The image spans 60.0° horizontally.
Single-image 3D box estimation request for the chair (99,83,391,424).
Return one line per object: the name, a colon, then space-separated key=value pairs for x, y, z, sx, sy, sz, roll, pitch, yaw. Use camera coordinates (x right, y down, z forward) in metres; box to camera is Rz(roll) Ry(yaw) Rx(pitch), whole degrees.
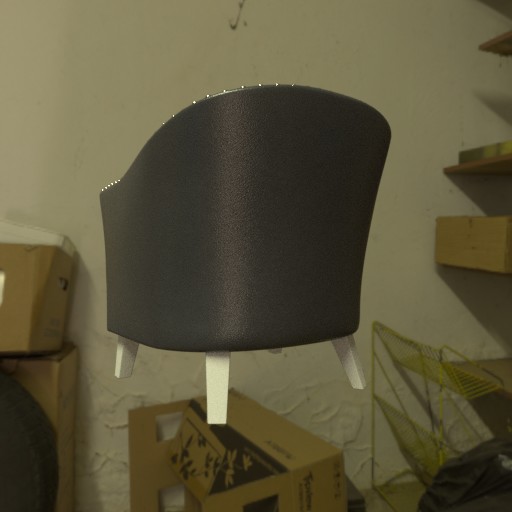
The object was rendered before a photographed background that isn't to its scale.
chair: x=0.000 y=0.000 z=1.405 sx=0.794 sy=0.823 sz=0.748 roll=0 pitch=0 yaw=-35
